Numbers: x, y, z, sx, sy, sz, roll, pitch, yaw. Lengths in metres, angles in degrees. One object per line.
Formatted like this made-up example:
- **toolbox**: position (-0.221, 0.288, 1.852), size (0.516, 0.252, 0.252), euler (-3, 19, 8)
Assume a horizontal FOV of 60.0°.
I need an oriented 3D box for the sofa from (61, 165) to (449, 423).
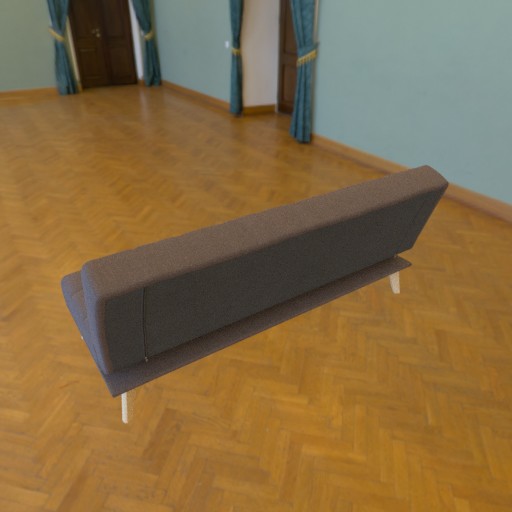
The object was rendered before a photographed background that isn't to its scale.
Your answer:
- **sofa**: position (0.000, 0.000, 2.288), size (1.800, 0.810, 0.860), euler (-19, 35, -29)
